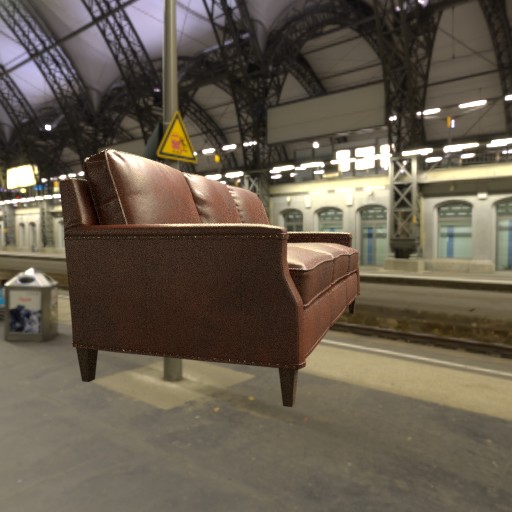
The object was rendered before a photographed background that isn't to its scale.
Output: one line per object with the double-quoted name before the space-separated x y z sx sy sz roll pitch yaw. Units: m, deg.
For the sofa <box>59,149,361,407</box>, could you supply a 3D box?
"sofa" 0.000 0.000 2.752 1.084 1.003 2.240 1 2 18
